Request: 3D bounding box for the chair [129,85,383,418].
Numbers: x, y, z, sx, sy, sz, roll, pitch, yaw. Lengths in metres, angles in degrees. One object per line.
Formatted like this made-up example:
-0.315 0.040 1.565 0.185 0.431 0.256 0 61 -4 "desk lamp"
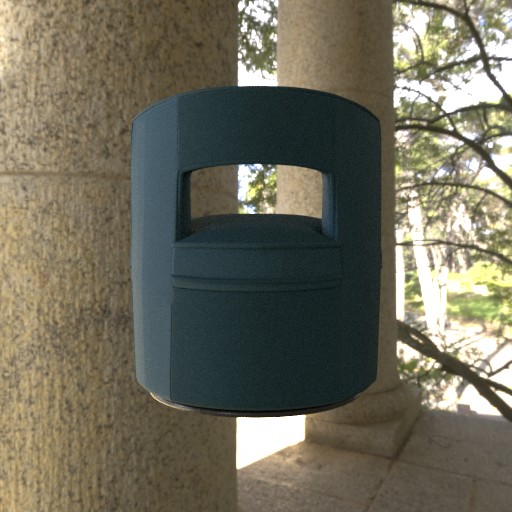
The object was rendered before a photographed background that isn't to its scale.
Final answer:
0.000 0.000 1.233 0.684 0.711 0.660 0 -1 0 "chair"
